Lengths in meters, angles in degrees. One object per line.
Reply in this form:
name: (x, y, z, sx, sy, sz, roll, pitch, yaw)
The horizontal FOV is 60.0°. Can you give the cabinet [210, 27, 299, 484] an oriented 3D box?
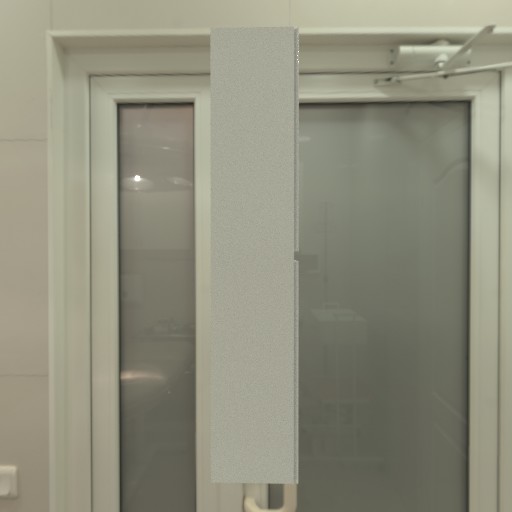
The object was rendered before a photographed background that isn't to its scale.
cabinet: (0.000, 0.000, 1.511, 0.270, 1.400, 0.300, 0, 1, 2)
